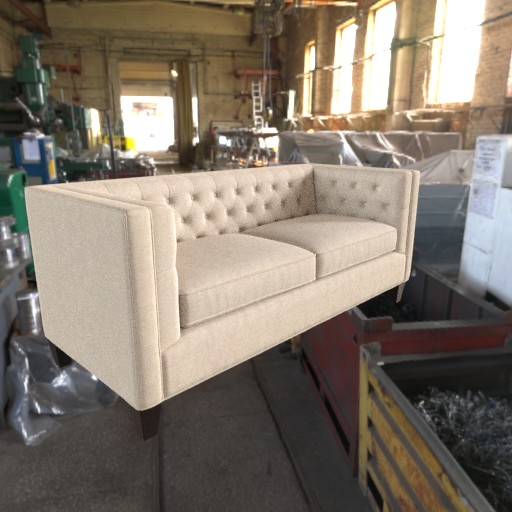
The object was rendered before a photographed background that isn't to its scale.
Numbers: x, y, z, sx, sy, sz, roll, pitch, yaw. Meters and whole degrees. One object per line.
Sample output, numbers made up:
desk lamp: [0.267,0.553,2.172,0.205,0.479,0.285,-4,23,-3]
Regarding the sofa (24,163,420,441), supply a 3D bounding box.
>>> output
sofa: [0.000,0.000,2.151,0.775,0.762,1.778,15,22,42]
